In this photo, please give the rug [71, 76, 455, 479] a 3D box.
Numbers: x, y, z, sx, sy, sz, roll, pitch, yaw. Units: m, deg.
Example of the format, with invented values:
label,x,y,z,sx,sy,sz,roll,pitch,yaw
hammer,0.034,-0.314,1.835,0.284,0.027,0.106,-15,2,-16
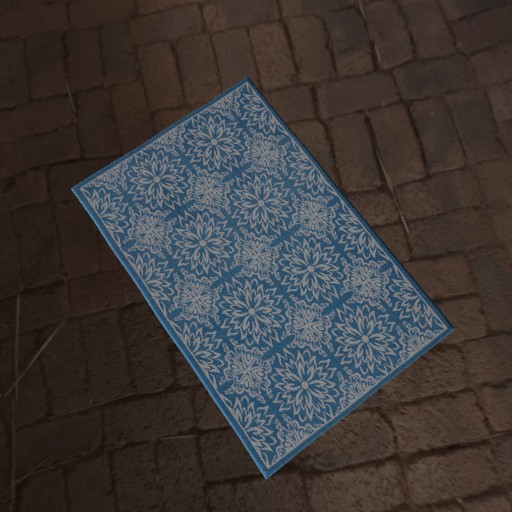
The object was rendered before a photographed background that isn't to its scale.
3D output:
label,x,y,z,sx,sy,sz,roll,pitch,yaw
rug,0.000,0.000,3.588,1.830,0.018,2.769,-35,79,-8
